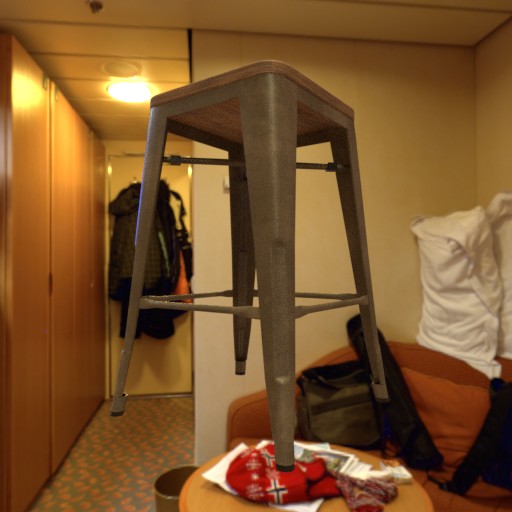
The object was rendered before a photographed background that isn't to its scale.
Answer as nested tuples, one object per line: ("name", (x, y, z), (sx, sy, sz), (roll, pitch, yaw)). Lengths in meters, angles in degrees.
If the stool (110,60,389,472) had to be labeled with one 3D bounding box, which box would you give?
("stool", (0.000, 0.000, 0.896), (0.407, 0.607, 0.407), (-1, -1, 36))
